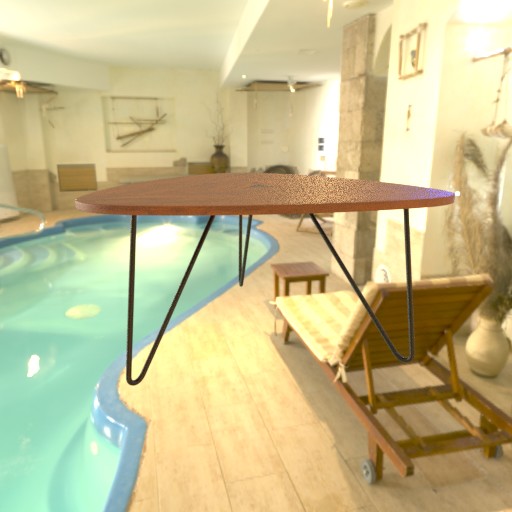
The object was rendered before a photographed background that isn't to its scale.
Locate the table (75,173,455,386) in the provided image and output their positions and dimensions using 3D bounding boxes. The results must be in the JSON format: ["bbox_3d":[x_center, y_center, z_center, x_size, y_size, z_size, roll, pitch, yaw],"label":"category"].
[{"bbox_3d":[0.000,0.000,1.266,0.833,0.413,0.821,-2,15,-9],"label":"table"}]
